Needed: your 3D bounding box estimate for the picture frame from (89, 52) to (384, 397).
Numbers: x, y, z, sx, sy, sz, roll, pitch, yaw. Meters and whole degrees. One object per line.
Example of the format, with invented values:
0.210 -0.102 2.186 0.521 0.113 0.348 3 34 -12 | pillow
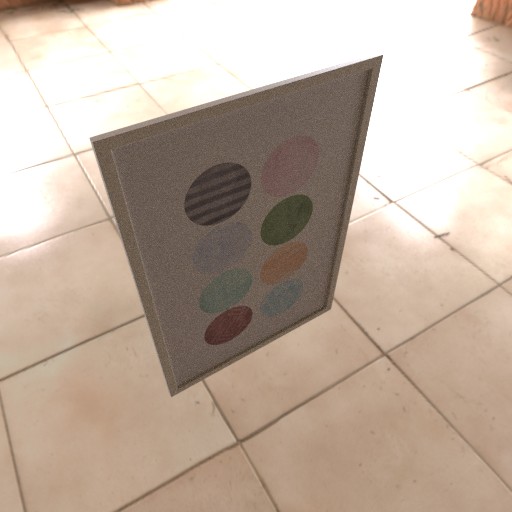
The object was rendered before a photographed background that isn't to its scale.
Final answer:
0.000 0.000 0.842 0.457 0.657 0.013 -25 52 -21 | picture frame
